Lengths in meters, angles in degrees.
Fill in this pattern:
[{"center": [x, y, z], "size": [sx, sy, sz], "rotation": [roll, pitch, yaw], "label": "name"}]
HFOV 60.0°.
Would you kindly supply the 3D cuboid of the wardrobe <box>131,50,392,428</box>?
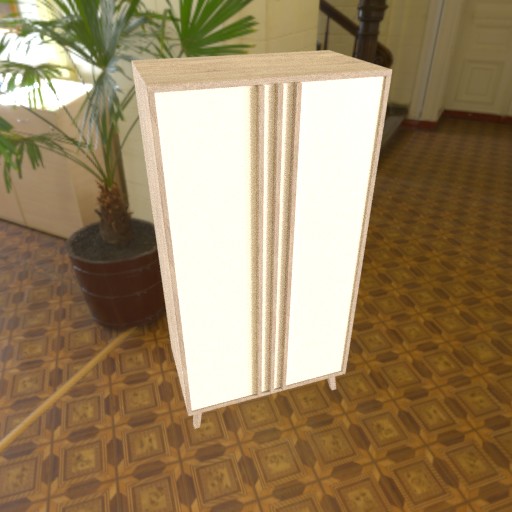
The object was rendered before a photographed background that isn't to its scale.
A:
[{"center": [0.000, 0.000, 2.446], "size": [1.000, 1.960, 0.600], "rotation": [-10, 34, -16], "label": "wardrobe"}]
